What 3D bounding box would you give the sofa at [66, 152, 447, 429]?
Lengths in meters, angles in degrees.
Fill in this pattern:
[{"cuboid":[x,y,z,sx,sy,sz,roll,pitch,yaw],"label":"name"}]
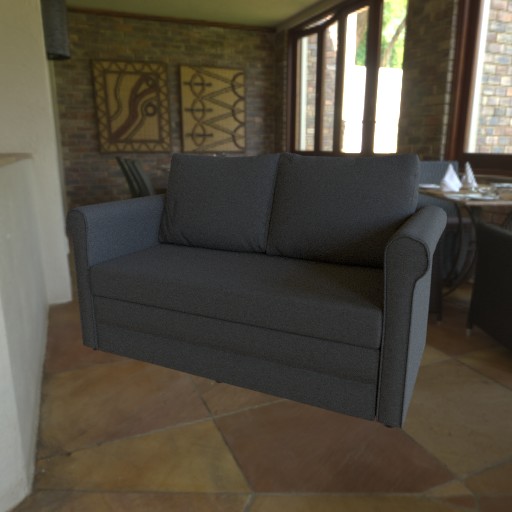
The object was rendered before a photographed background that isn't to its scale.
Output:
[{"cuboid":[0.000,0.000,1.922,1.460,0.872,0.741,7,15,25],"label":"sofa"}]
